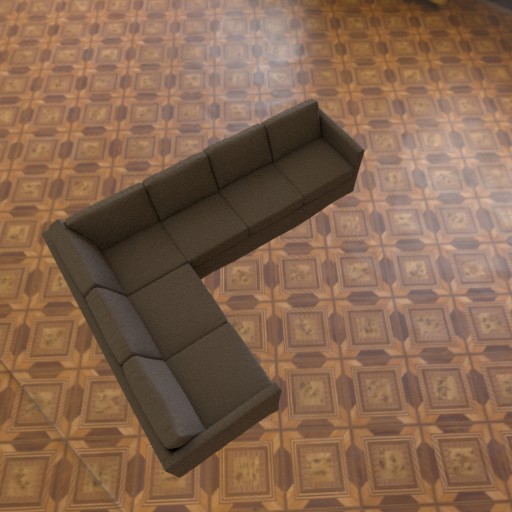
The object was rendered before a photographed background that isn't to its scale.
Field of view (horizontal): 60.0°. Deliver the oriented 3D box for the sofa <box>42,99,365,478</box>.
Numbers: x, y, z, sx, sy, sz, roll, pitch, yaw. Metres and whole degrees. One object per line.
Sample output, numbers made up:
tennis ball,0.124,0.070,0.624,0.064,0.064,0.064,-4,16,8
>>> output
sofa,0.000,0.000,4.250,3.182,0.871,2.432,-31,64,-17
